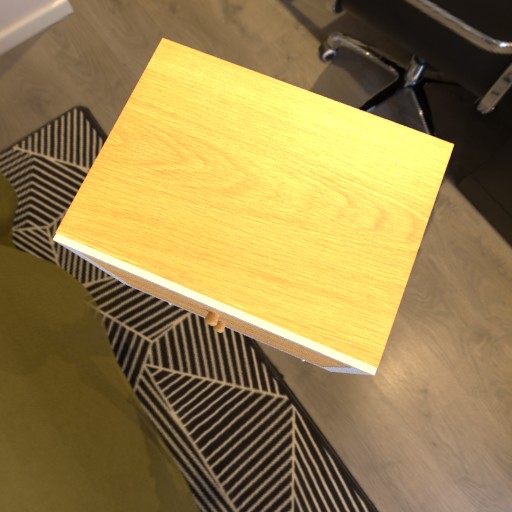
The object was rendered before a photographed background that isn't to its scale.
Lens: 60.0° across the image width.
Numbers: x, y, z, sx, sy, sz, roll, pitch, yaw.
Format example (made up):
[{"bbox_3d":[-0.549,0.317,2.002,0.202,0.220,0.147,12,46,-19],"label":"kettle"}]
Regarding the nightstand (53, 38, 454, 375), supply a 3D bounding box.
[{"bbox_3d":[0.000,0.000,0.825,0.400,0.601,0.316,22,77,5],"label":"nightstand"}]
